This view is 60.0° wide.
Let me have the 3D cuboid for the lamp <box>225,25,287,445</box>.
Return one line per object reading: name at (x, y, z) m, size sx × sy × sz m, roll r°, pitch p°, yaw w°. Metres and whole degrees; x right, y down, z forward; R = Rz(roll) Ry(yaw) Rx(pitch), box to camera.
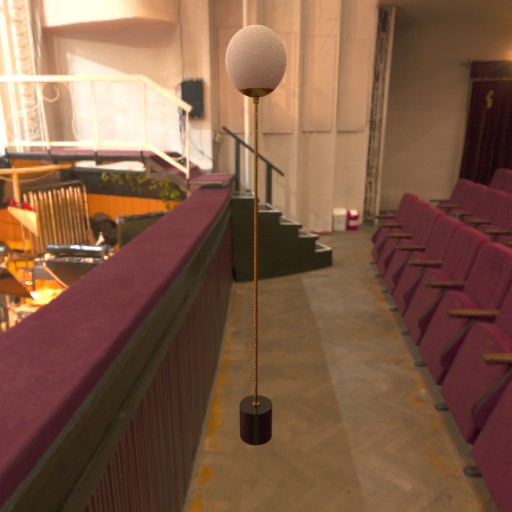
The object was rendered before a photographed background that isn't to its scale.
lamp at (0.000, 0.000, 1.854) m, size 0.229 × 1.748 × 0.229 m, roll 2°, pitch 16°, yaw 7°
